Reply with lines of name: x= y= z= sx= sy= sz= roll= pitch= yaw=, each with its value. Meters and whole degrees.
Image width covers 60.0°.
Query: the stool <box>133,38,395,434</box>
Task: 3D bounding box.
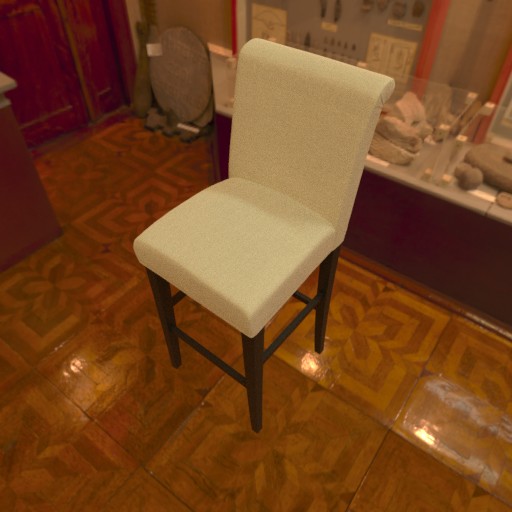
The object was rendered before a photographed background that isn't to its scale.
stool: x=0.000 y=0.000 z=1.452 sx=0.452 sy=1.124 sz=0.597 roll=30 pitch=53 yaw=26
